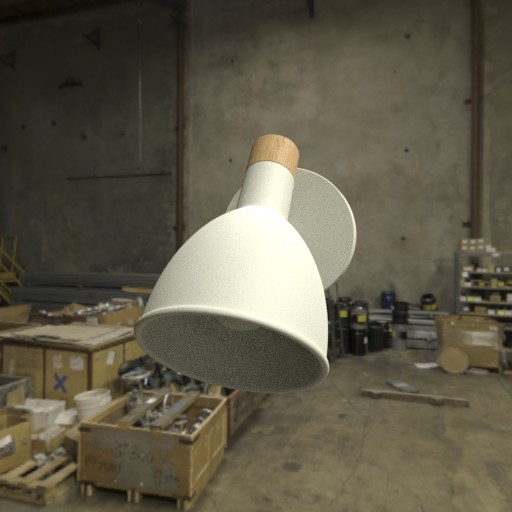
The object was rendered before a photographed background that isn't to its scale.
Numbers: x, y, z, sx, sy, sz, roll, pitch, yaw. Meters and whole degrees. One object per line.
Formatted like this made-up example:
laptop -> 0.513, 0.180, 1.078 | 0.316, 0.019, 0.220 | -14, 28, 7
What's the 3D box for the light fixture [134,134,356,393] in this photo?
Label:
light fixture -> 0.000, 0.000, 0.330 | 0.127, 0.199, 0.209 | 0, 0, 18
